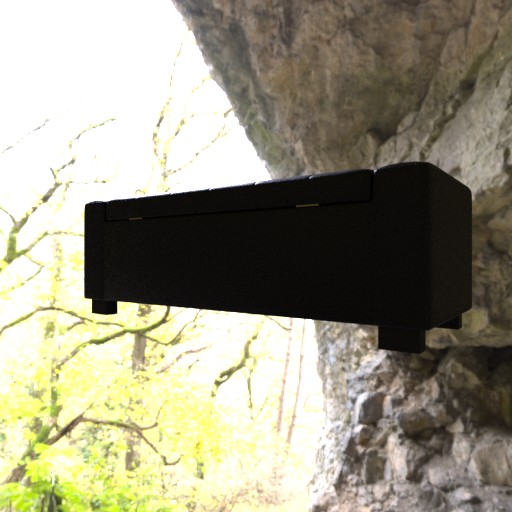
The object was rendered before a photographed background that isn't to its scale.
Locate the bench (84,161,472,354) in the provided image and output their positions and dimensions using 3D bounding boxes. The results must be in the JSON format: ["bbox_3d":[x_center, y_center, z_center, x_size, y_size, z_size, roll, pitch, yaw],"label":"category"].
[{"bbox_3d":[0.000,0.000,1.545,1.296,0.445,0.508,0,0,36],"label":"bench"}]
